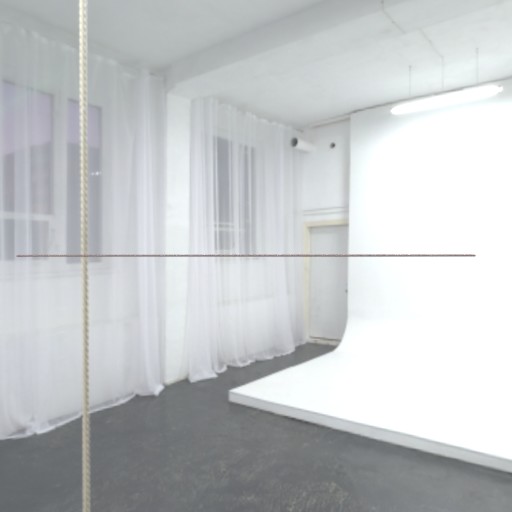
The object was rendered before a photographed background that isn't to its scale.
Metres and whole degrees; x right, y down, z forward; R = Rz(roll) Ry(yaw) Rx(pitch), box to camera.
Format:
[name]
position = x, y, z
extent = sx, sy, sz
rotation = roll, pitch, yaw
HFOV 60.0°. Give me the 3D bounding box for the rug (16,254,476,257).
[rug]
position = 0.000, 0.000, 2.253
extent = 1.829, 0.009, 1.219
rotation = 0, 0, 17
